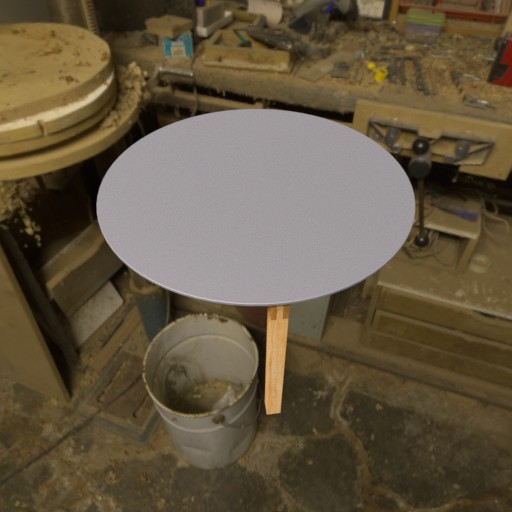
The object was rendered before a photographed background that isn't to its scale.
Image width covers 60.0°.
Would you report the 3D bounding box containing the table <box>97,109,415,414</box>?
[{"bbox_3d":[0.000,0.000,1.004,0.600,0.405,0.600,0,45,0],"label":"table"}]
